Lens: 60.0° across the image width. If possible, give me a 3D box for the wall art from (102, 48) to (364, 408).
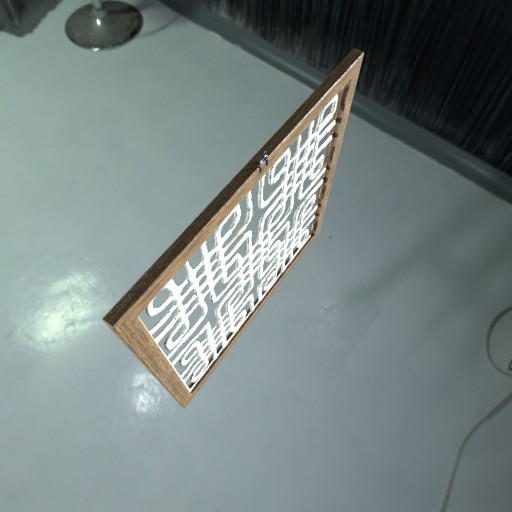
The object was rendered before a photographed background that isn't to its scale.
[{"bbox_3d":[0.000,0.000,0.837,0.021,0.582,0.561,33,67,16],"label":"wall art"}]
